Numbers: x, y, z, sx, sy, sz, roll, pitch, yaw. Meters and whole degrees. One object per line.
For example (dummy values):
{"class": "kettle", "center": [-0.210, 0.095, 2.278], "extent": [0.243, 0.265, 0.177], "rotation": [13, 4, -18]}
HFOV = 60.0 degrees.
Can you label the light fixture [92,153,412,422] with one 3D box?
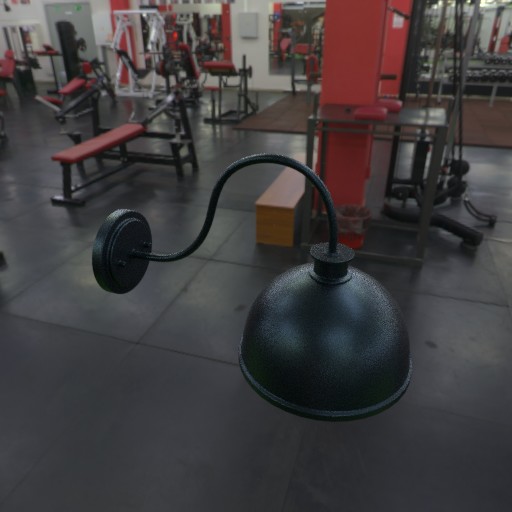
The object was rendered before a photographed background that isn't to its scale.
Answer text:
{"class": "light fixture", "center": [0.000, 0.000, 0.627], "extent": [0.467, 0.295, 0.253], "rotation": [10, 29, 18]}
